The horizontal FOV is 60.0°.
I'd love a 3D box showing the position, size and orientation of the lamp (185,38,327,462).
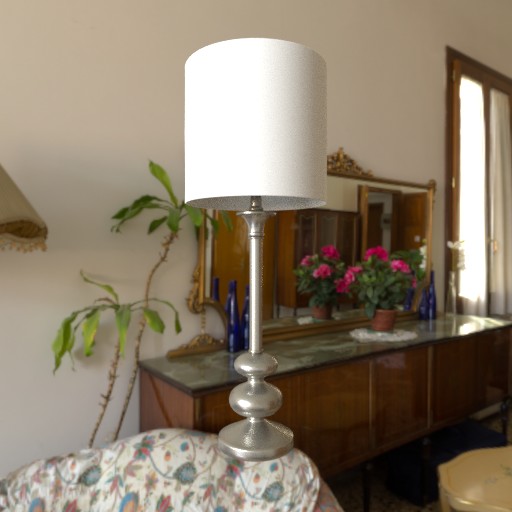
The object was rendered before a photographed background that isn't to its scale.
[{"bbox_3d":[0.000,0.000,0.804,0.254,0.690,0.254,0,1,17],"label":"lamp"}]
